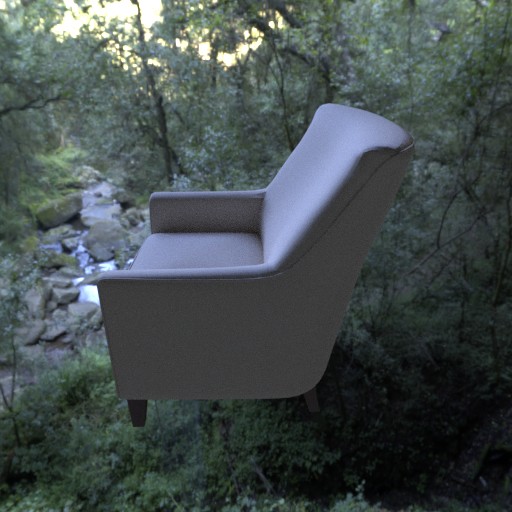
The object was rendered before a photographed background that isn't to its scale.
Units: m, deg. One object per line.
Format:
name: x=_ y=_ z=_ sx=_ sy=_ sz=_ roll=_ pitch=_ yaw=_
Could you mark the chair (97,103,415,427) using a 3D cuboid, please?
chair: x=0.000 y=0.000 z=1.533 sx=0.879 sy=0.916 sz=0.756 roll=0 pitch=26 yaw=0
